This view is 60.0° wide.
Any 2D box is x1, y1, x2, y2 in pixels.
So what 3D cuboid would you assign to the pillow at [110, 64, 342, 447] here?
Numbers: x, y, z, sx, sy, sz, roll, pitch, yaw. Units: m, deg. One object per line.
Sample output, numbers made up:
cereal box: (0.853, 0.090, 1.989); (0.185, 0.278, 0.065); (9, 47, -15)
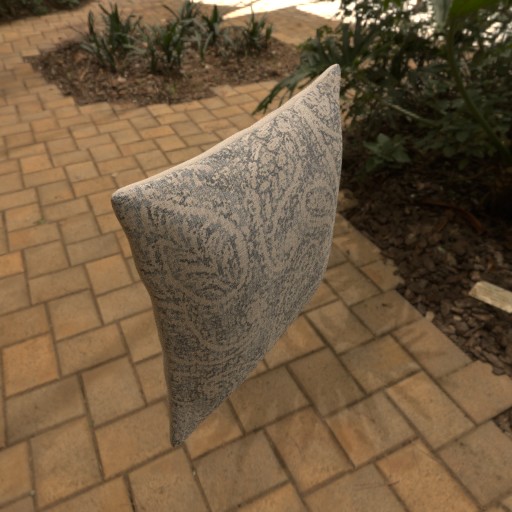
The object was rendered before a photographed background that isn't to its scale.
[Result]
pillow: (0.000, 0.000, 0.771); (0.166, 0.510, 0.523); (24, 46, 26)
